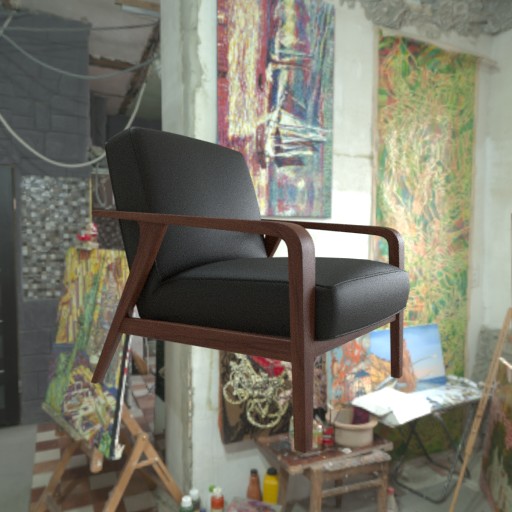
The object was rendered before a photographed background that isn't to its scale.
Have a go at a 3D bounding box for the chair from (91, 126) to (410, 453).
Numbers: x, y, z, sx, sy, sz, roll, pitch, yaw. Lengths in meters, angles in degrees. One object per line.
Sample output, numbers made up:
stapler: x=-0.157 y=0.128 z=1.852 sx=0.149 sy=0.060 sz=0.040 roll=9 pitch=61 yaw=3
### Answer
chair: x=0.000 y=0.000 z=1.497 sx=0.889 sy=0.861 sz=0.719 roll=2 pitch=3 yaw=36
